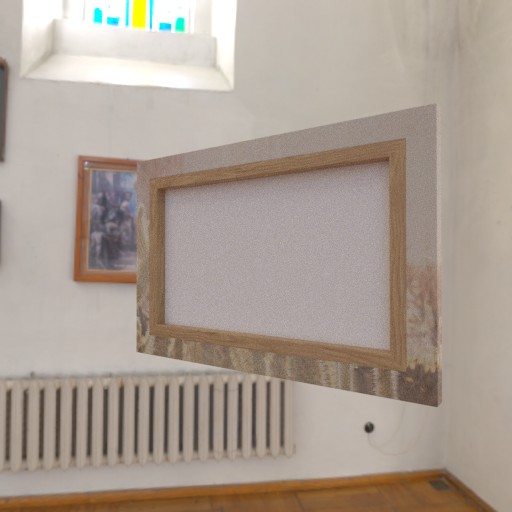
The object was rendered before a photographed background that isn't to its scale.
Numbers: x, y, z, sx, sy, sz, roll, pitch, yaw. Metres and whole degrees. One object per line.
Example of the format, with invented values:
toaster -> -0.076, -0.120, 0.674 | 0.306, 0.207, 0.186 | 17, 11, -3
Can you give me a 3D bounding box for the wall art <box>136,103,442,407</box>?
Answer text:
wall art -> 0.000, 0.000, 1.167 | 0.916, 0.608, 0.040 | 0, -1, 36
